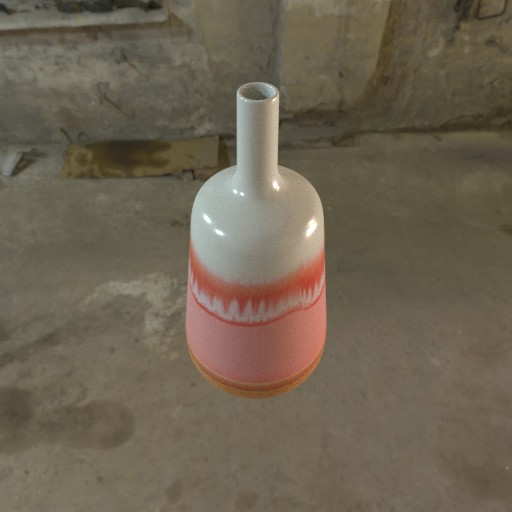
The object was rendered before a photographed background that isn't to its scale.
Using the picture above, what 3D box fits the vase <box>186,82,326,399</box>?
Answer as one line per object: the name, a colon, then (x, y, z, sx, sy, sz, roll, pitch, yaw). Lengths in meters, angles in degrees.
vase: (0.000, 0.000, 0.381, 0.144, 0.296, 0.144, 0, 47, 0)
